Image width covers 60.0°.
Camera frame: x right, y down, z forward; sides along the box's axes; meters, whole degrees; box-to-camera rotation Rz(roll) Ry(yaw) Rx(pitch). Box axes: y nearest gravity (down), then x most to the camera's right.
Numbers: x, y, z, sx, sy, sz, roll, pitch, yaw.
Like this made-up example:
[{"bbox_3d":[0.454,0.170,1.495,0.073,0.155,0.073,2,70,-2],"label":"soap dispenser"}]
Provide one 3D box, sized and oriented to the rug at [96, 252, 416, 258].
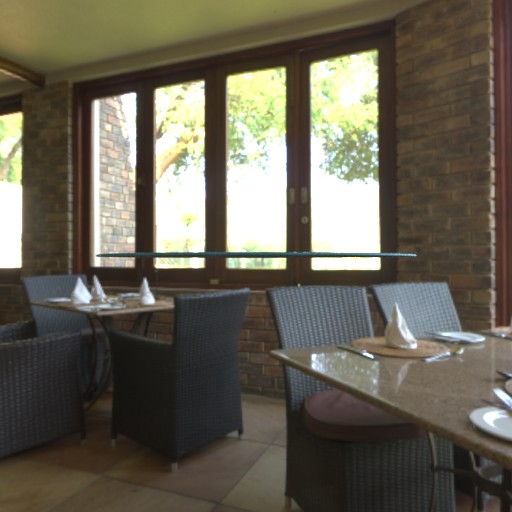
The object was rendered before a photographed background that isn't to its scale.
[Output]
[{"bbox_3d":[0.000,0.000,2.341,1.593,0.012,1.593,0,-1,0],"label":"rug"}]
